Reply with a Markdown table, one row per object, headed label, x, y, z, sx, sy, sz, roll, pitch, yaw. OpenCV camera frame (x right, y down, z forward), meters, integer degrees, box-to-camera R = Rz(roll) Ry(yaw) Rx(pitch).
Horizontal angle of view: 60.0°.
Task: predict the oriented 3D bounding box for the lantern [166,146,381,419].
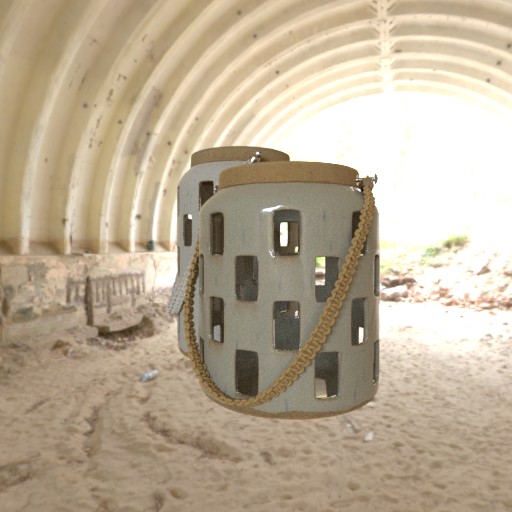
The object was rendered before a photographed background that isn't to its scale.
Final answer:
| label | x | y | z | sx | sy | sz | roll | pitch | yaw |
| --- | --- | --- | --- | --- | --- | --- | --- | --- | --- |
| lantern | 0.000 | 0.000 | 0.493 | 0.184 | 0.255 | 0.347 | 0 | 1 | -18 |
